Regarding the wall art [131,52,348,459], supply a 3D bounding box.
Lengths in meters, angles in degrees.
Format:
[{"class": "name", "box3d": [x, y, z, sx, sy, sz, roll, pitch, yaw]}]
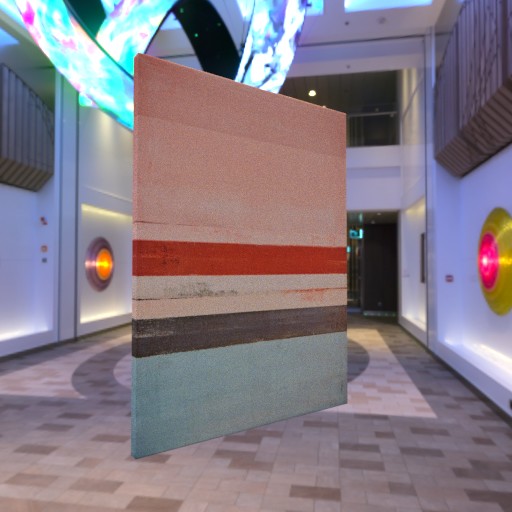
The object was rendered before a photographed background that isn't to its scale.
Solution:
[{"class": "wall art", "box3d": [0.000, 0.000, 1.345, 0.761, 1.016, 0.039, 1, -2, -36]}]
